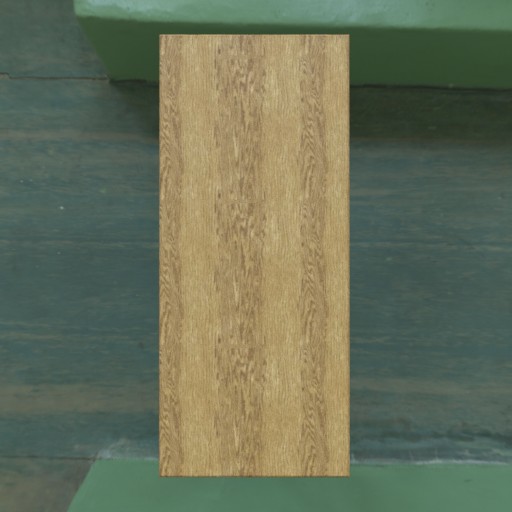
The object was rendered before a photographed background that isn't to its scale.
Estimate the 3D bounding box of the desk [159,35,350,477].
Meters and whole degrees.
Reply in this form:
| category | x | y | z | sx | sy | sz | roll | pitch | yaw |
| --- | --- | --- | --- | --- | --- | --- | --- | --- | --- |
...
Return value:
| category | x | y | z | sx | sy | sz | roll | pitch | yaw |
| --- | --- | --- | --- | --- | --- | --- | --- | --- | --- |
| desk | 0.000 | 0.000 | 1.941 | 0.685 | 0.751 | 1.567 | 0 | 90 | 0 |
